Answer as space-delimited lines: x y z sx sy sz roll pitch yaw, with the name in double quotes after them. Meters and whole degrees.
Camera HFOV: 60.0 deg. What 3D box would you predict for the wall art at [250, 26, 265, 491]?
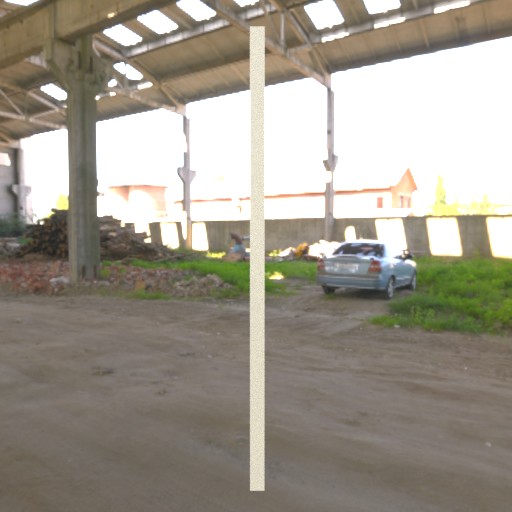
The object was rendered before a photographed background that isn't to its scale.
0.000 0.000 1.105 0.026 0.811 0.661 0 2 0 "wall art"
